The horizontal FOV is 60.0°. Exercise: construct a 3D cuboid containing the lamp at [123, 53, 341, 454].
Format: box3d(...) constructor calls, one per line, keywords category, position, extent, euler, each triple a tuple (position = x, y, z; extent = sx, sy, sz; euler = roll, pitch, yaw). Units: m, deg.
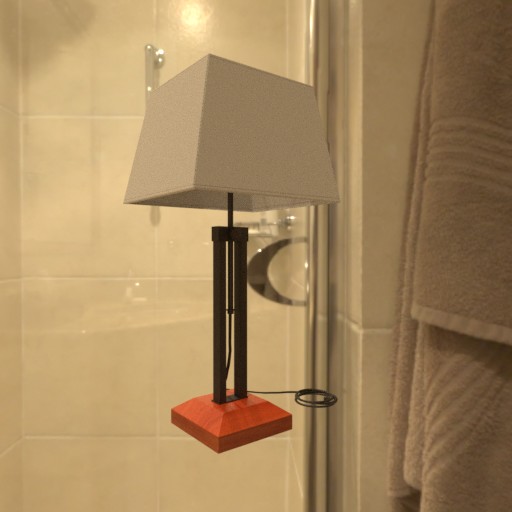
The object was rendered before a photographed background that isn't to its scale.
box3d(category="lamp", position=(0.000, 0.000, 0.999), extent=(0.498, 0.737, 0.310), euler=(0, 1, -37))
